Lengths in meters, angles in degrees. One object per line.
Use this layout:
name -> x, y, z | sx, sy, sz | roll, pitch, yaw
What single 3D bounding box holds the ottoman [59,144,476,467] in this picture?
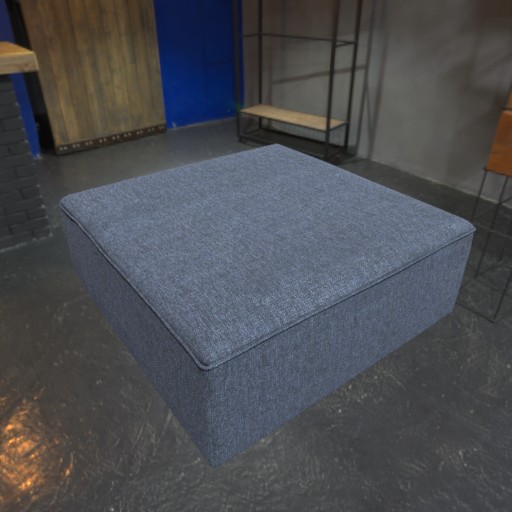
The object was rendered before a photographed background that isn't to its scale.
ottoman -> 0.000, 0.000, 1.563 | 1.023, 0.423, 1.017 | -21, 38, -30
